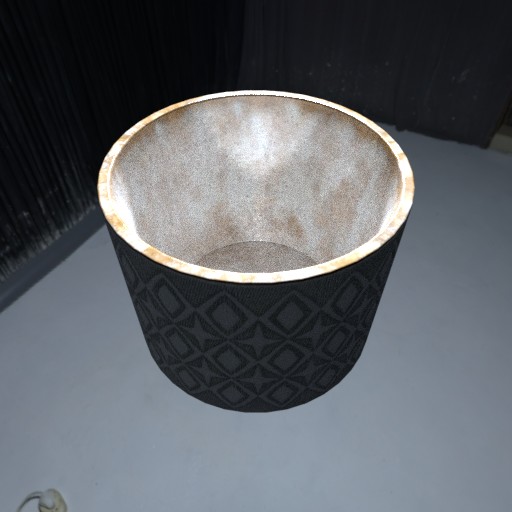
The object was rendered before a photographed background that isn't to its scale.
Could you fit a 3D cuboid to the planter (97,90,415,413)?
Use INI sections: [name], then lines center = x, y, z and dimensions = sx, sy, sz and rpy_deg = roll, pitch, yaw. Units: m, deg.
[planter]
center = 0.000, 0.000, 0.446
dimensions = 0.255, 0.223, 0.255
rpy_deg = 0, 47, 0
